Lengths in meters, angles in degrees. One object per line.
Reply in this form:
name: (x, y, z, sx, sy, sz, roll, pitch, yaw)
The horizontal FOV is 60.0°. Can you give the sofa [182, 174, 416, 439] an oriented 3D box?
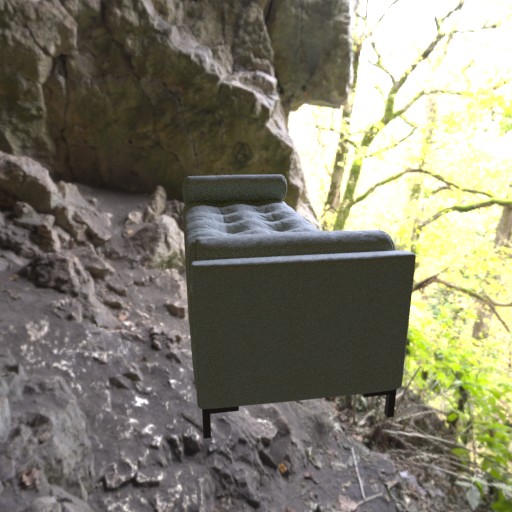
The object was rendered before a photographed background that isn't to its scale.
sofa: (0.000, 0.000, 2.517, 0.796, 0.705, 2.102, -3, 18, -9)
